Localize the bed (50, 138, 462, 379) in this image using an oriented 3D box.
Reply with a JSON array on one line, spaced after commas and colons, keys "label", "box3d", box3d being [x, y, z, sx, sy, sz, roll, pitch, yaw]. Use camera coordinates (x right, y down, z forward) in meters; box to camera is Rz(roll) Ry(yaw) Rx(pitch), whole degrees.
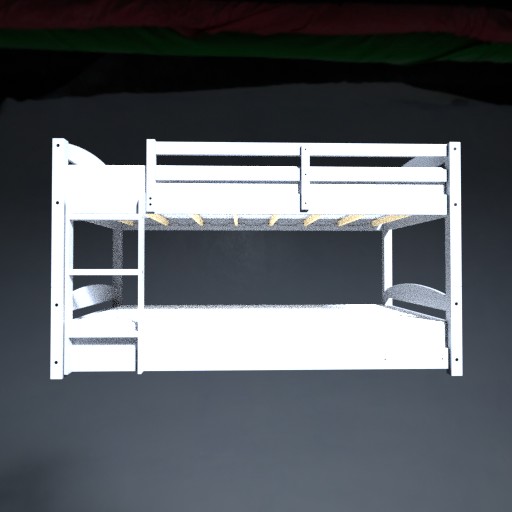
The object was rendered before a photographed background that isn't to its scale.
[{"label": "bed", "box3d": [0.000, 0.000, 2.693, 2.013, 1.206, 1.105, 0, -1, -2]}]
